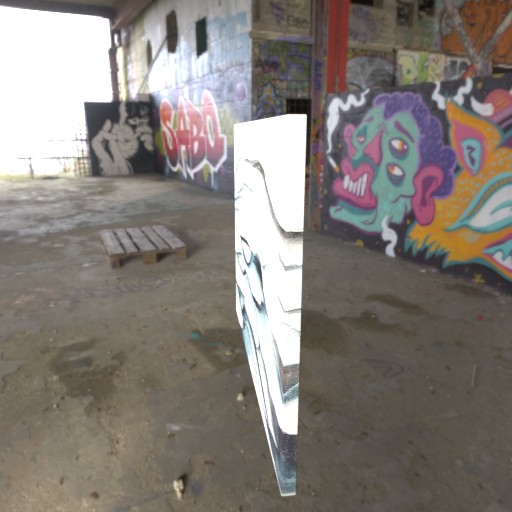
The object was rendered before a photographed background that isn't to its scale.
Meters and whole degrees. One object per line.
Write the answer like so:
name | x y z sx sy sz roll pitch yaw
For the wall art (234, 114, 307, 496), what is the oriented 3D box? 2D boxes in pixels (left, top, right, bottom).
wall art | 0.000 0.000 1.571 0.039 0.915 1.219 -2 16 -7
